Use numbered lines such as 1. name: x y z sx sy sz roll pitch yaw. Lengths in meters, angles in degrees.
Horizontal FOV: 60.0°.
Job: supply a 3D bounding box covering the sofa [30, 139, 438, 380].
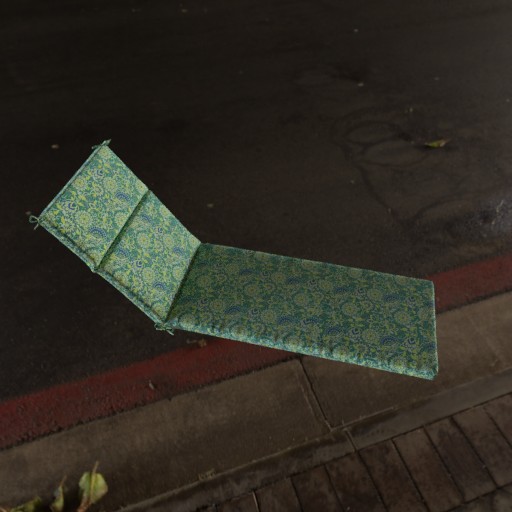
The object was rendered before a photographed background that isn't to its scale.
1. sofa: 0.000 0.000 1.939 1.663 0.622 0.582 10 48 9
